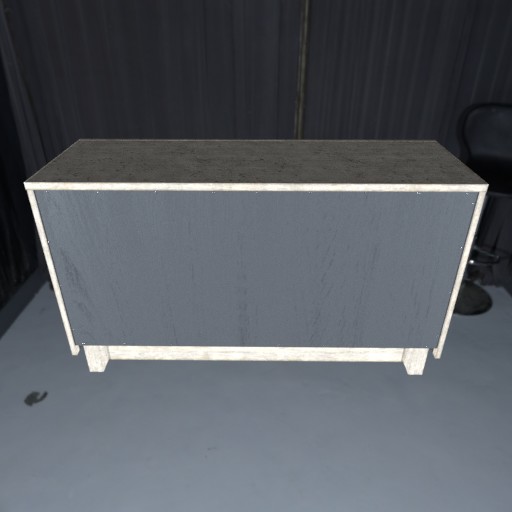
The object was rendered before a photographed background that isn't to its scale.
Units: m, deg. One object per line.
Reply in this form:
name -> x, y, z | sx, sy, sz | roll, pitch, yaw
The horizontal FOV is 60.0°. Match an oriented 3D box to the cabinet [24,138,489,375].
cabinet -> 0.000, 0.000, 1.819 | 1.460, 0.825, 0.511 | 0, 30, 1
